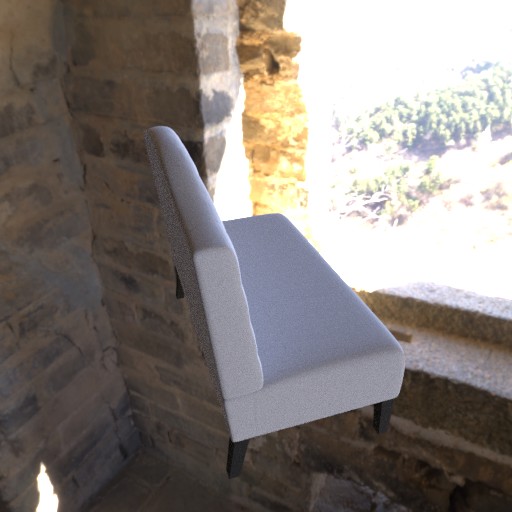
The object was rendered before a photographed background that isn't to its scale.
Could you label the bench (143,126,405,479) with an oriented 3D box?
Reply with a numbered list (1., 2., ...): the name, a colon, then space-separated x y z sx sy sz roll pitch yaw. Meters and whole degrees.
1. bench: 0.000 0.000 2.044 0.815 1.180 1.335 -9 32 -15
